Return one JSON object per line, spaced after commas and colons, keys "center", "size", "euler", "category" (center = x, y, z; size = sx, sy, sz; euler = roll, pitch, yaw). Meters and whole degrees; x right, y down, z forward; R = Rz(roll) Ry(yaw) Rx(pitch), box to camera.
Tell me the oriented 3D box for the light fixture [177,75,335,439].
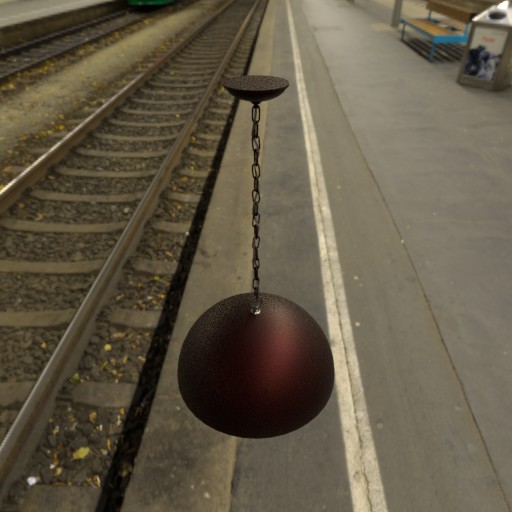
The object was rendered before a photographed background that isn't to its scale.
{"center": [0.000, 0.000, 1.165], "size": [0.492, 0.869, 0.492], "euler": [-11, 35, -15], "category": "light fixture"}
